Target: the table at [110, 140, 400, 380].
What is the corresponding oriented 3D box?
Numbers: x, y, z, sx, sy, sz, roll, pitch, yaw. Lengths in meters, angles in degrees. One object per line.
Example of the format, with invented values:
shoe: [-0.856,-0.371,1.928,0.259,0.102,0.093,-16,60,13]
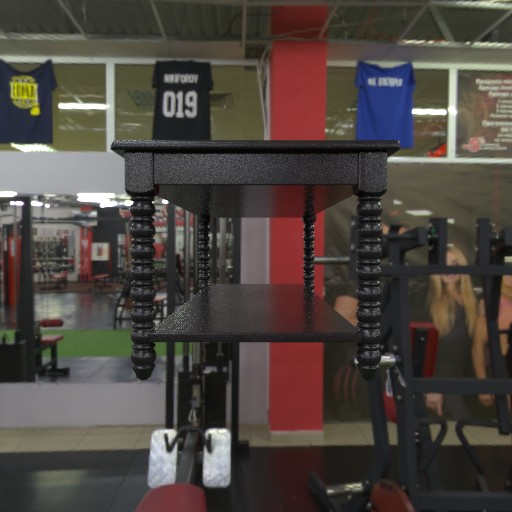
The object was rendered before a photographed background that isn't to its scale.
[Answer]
table: [0.000,0.000,1.458,0.580,0.487,1.171,0,2,0]
